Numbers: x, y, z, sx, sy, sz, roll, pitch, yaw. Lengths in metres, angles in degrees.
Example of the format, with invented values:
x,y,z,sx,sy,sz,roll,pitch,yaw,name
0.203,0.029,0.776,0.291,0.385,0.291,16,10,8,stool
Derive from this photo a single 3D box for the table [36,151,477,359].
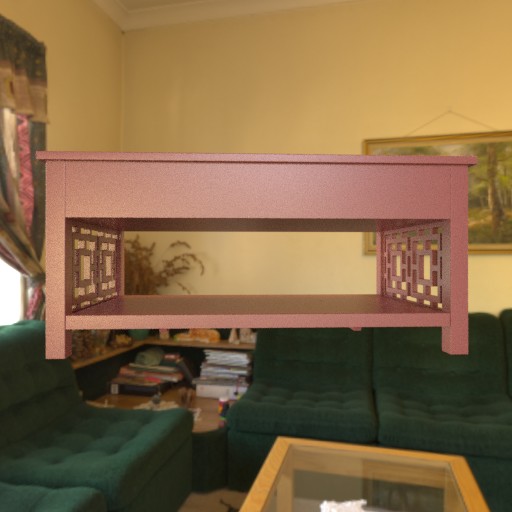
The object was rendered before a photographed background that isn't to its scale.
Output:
x,y,z,sx,sy,sz,roll,pitch,yaw,name
0.000,0.000,1.376,1.068,0.493,0.612,0,0,-3,table
